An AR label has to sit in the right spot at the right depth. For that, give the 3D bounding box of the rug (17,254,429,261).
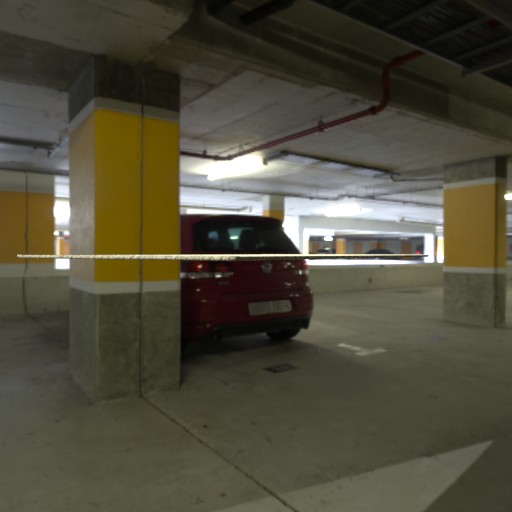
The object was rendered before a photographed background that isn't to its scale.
[{"bbox_3d":[0.000,0.000,2.279,1.224,0.016,1.832,0,0,37],"label":"rug"}]
